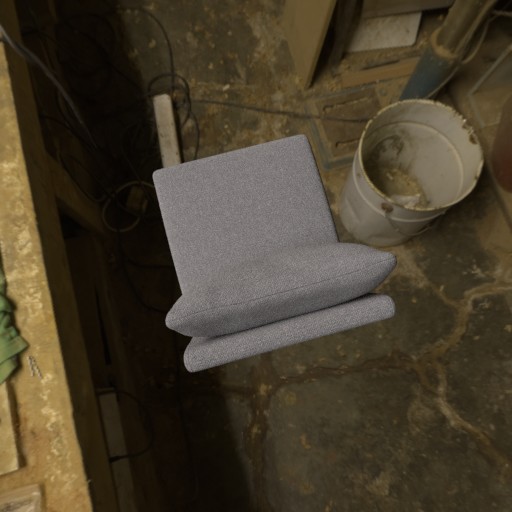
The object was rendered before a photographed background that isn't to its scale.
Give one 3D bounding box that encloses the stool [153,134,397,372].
[{"bbox_3d":[0.000,0.000,1.343,0.463,1.031,0.569,-15,78,-3],"label":"stool"}]
